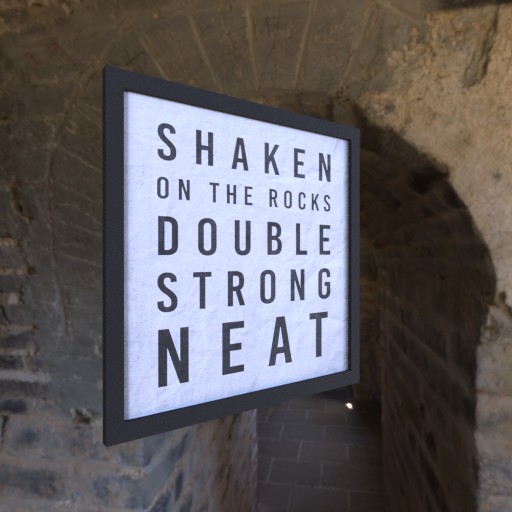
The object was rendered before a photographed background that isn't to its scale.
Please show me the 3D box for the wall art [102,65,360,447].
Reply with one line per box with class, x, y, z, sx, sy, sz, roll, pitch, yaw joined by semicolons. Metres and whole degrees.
wall art;0.000;0.000;0.671;0.456;0.458;0.013;0;0;-36
